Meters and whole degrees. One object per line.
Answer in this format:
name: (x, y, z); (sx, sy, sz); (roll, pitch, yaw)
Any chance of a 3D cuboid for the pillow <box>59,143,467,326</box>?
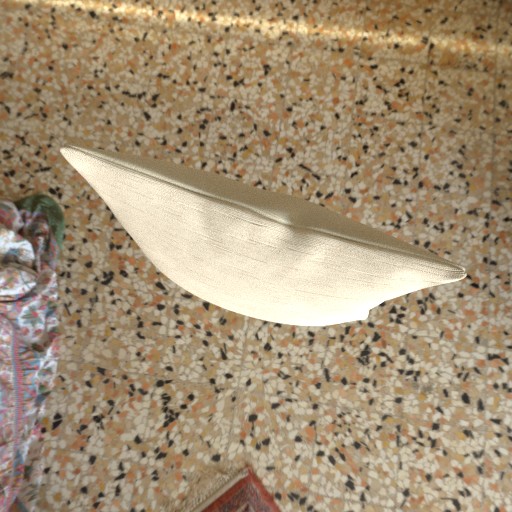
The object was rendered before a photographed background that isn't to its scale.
pillow: (0.000, 0.000, 0.648); (0.437, 0.420, 0.162); (18, 76, 4)
